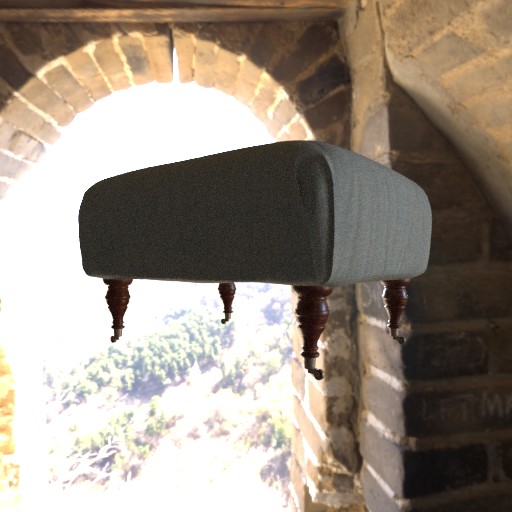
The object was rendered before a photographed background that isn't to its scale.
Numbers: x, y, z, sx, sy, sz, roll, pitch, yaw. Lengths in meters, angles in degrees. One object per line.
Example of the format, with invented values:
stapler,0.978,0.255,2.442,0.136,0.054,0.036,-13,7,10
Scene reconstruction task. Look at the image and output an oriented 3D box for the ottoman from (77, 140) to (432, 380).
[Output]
ottoman,0.000,0.000,1.135,0.747,0.450,0.622,-1,-1,37
